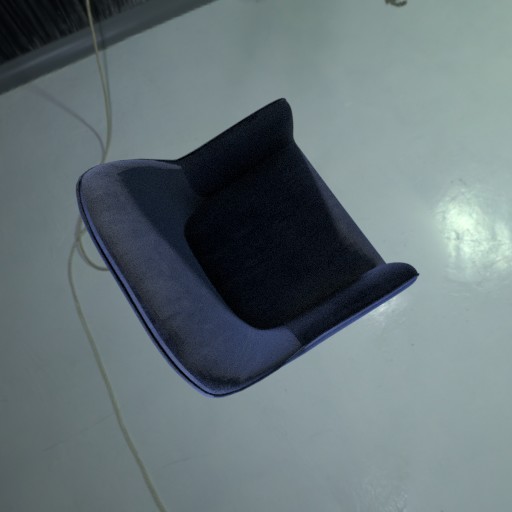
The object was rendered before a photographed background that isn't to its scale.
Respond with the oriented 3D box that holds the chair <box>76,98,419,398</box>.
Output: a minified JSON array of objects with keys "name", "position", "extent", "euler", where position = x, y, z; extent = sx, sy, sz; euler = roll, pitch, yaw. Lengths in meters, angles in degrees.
[{"name":"chair","position":[0.000,0.000,1.244],"extent":[0.600,0.820,0.600],"euler":[-33,79,-7]}]
